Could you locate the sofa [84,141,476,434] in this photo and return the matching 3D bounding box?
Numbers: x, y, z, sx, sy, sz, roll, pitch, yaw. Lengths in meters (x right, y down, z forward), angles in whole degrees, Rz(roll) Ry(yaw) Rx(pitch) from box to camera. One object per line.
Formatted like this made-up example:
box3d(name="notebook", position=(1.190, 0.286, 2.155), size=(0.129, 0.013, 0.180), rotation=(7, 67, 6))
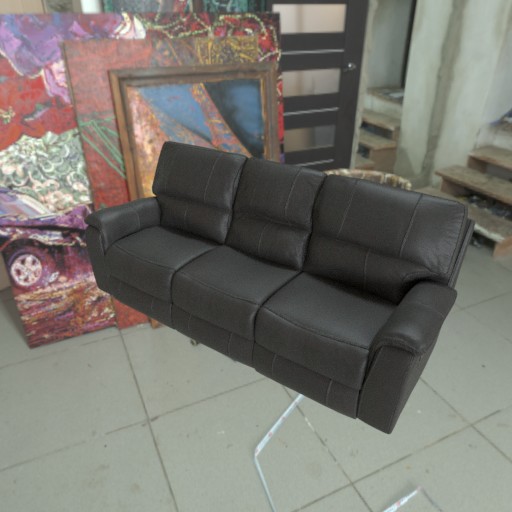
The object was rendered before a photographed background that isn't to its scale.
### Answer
box3d(name="sofa", position=(0.000, 0.000, 3.137), size=(2.627, 1.134, 1.104), rotation=(19, 35, 30))
